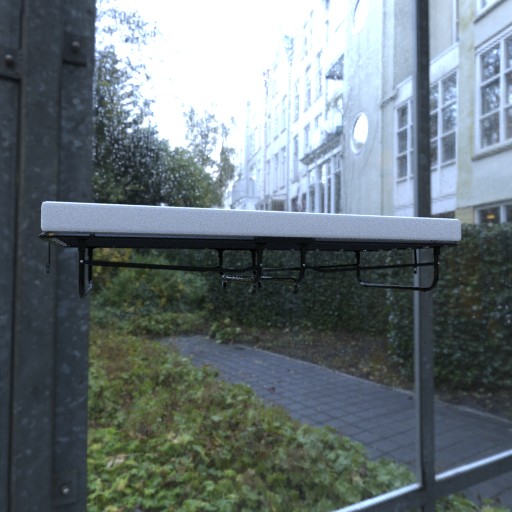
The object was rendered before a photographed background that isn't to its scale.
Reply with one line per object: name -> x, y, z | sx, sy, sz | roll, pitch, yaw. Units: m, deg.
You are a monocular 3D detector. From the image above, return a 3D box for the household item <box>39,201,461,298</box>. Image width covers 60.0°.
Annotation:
household item -> 0.000, 0.000, 2.209 | 1.905, 0.356, 0.787 | 1, -2, -18
